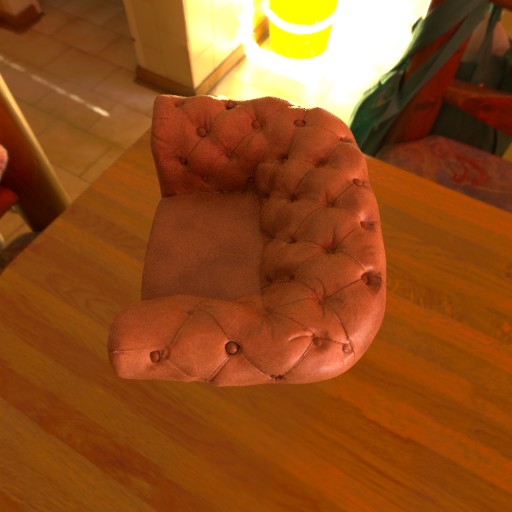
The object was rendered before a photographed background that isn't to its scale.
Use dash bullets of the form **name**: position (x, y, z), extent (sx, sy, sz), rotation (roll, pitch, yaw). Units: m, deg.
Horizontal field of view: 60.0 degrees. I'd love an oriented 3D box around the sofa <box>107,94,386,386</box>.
- **sofa**: position (0.000, 0.000, 2.099), extent (1.033, 0.878, 1.405), rotation (0, 58, 0)
